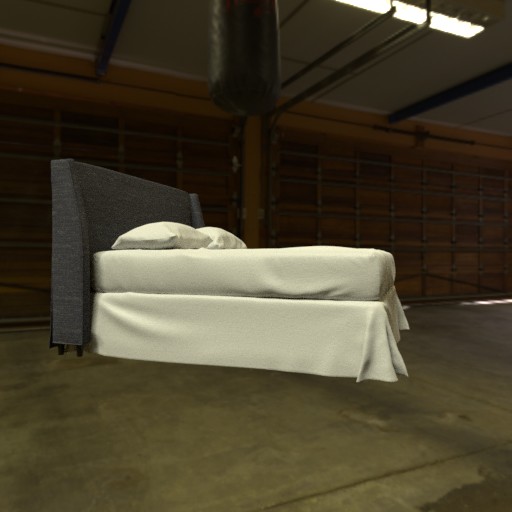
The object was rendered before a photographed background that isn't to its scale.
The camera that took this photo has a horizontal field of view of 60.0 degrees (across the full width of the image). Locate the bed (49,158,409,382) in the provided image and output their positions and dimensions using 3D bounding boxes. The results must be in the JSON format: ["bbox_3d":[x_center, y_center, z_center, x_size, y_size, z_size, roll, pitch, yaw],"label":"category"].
[{"bbox_3d":[0.000,0.000,3.478,2.276,1.332,1.925,0,0,19],"label":"bed"}]
